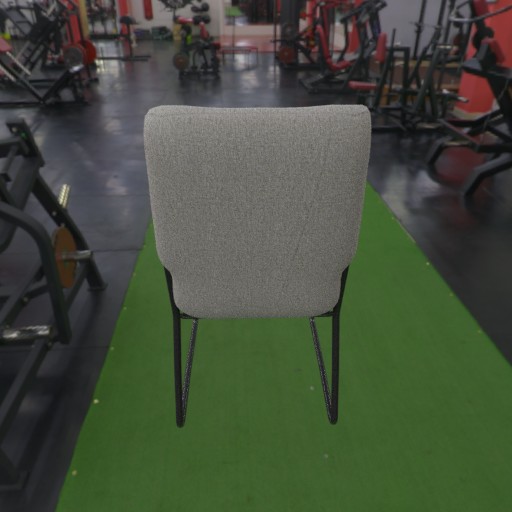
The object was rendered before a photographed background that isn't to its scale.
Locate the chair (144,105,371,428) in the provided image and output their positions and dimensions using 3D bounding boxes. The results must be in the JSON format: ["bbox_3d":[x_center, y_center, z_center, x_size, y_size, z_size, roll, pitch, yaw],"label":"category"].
[{"bbox_3d":[0.000,0.000,1.174,0.448,0.864,0.560,-1,30,-1],"label":"chair"}]
